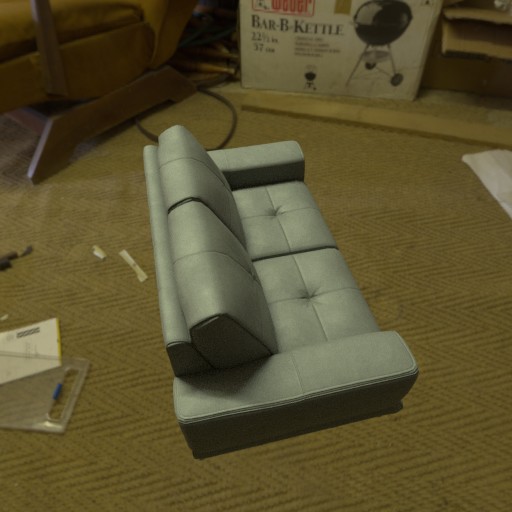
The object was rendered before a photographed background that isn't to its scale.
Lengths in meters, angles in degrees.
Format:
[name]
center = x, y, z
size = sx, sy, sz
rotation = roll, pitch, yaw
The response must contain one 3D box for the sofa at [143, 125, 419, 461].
[sofa]
center = 0.000, 0.000, 2.381
size = 1.018, 0.907, 1.806
rotation = -10, 48, -9
